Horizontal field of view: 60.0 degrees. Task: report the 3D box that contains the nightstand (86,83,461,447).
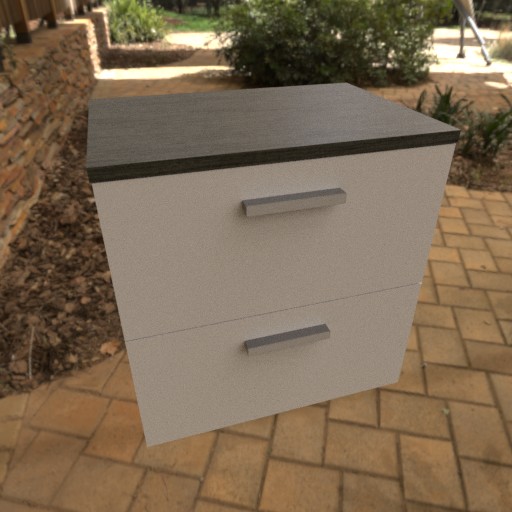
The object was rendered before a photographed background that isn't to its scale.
[{"bbox_3d":[0.000,0.000,0.733,0.441,0.460,0.325,-9,33,-14],"label":"nightstand"}]
